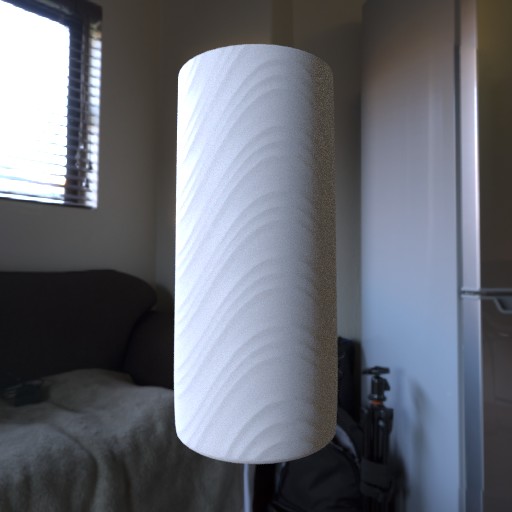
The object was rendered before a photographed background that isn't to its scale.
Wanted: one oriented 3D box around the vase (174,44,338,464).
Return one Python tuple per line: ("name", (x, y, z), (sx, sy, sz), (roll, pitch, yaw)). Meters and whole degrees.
("vase", (0.000, 0.000, 0.397), (0.143, 0.316, 0.143), (0, -1, 0))
